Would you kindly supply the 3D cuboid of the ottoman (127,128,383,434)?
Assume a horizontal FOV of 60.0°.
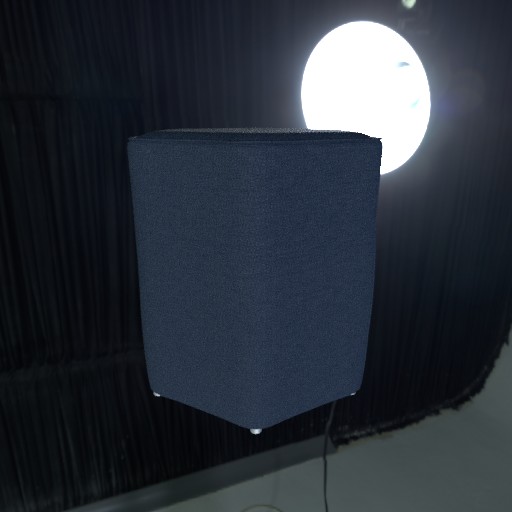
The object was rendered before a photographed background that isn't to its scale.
[{"bbox_3d":[0.000,0.000,0.921,0.492,0.505,0.454,-8,19,-25],"label":"ottoman"}]
